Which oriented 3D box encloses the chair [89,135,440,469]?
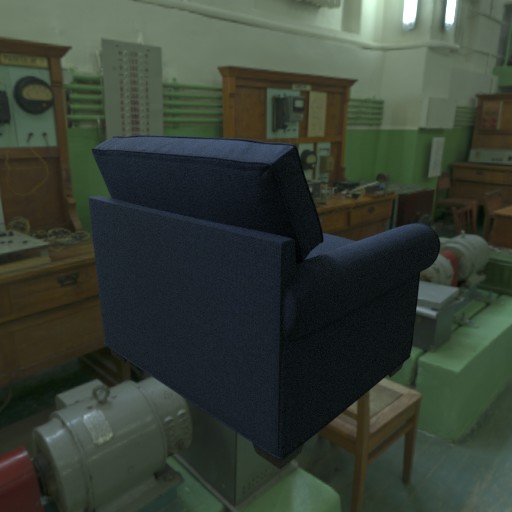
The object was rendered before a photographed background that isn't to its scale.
[{"bbox_3d":[0.000,0.000,1.972,1.285,1.044,0.963,15,23,41],"label":"chair"}]
